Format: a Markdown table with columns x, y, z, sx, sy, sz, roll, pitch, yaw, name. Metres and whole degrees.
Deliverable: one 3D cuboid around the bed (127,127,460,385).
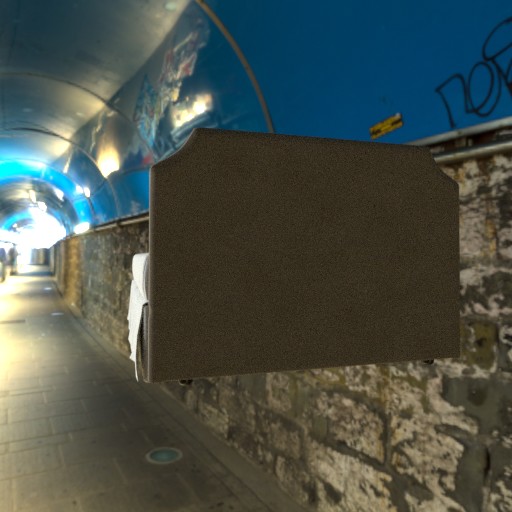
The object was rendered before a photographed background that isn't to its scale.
| x | y | z | sx | sy | sz | roll | pitch | yaw | name |
| --- | --- | --- | --- | --- | --- | --- | --- | --- | --- |
| 0.000 | 0.000 | 3.571 | 1.977 | 1.293 | 2.498 | 0 | 0 | -17 | bed |
